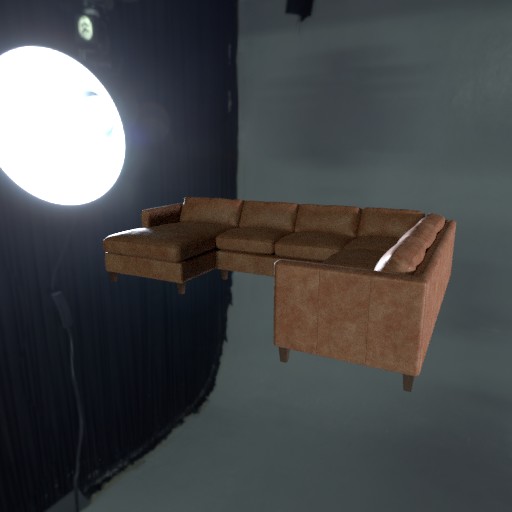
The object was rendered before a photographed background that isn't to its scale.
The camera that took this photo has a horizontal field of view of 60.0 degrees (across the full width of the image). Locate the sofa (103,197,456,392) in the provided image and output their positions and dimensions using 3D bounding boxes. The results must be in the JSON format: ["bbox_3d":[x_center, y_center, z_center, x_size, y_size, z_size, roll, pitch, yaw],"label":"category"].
[{"bbox_3d":[0.000,0.000,4.346,3.401,0.832,2.430,7,15,26],"label":"sofa"}]
